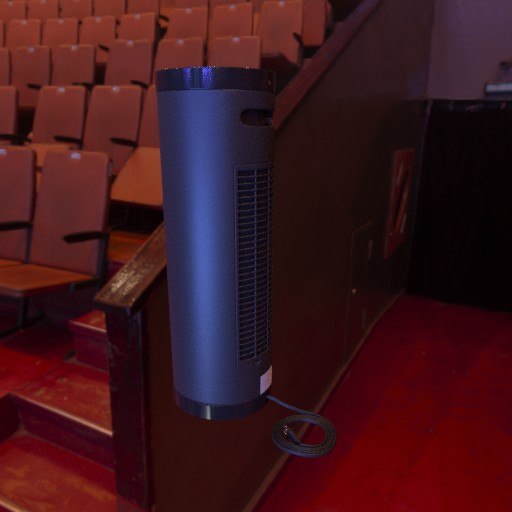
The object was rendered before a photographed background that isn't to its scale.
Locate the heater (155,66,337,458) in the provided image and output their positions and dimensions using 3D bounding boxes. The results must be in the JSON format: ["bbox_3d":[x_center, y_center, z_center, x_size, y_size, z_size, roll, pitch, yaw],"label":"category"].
[{"bbox_3d":[0.000,0.000,0.707,0.312,0.552,0.174,8,18,25],"label":"heater"}]
